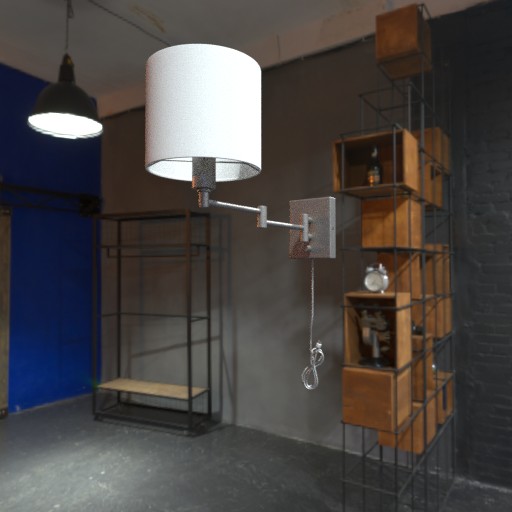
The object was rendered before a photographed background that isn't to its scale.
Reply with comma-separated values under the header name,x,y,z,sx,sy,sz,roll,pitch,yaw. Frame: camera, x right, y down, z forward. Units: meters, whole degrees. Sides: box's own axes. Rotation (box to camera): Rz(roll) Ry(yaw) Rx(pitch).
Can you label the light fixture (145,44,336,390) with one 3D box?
name,x,y,z,sx,sy,sz,roll,pitch,yaw
light fixture,0.000,0.000,0.912,0.203,0.651,0.516,-1,-2,36
